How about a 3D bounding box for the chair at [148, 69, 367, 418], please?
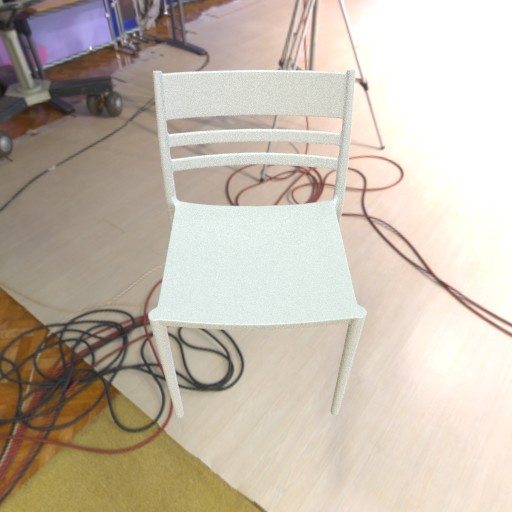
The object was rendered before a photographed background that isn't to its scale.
[{"bbox_3d":[0.000,0.000,1.163,0.531,0.800,0.511,-1,46,-1],"label":"chair"}]
